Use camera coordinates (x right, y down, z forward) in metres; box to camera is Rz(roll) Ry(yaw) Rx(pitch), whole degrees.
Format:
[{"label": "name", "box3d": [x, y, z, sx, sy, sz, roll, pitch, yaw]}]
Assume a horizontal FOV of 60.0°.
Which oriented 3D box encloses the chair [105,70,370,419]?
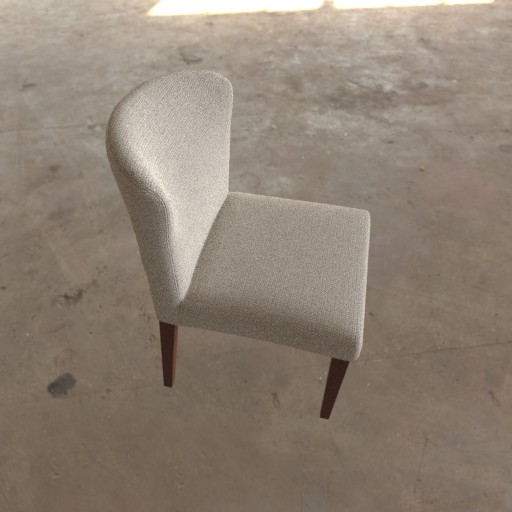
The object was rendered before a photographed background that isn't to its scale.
[{"label": "chair", "box3d": [0.000, 0.000, 1.187, 0.589, 0.839, 0.491, 9, 47, 9]}]
